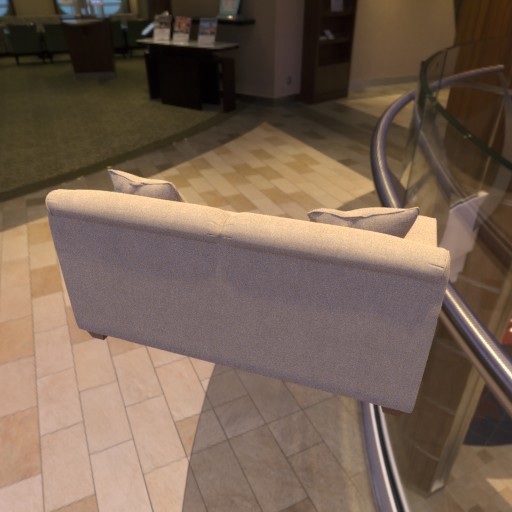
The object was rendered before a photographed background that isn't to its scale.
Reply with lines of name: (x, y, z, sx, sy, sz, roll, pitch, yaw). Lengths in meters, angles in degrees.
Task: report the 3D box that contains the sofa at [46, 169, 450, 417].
sofa: (0.000, 0.000, 2.461, 1.846, 0.958, 0.998, 10, 33, 16)
